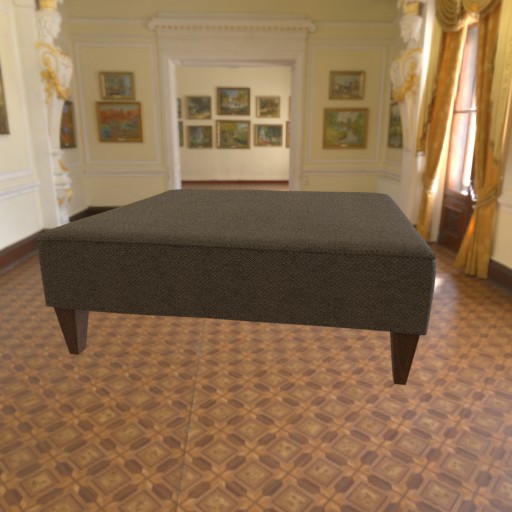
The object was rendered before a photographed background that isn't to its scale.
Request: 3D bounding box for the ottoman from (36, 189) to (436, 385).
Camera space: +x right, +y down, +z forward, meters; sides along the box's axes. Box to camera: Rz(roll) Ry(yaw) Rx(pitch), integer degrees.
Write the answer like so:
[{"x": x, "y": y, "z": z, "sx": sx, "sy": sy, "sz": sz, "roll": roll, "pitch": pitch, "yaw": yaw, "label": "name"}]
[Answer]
[{"x": 0.000, "y": 0.000, "z": 1.531, "sx": 0.981, "sy": 0.378, "sz": 0.970, "roll": 3, "pitch": 16, "yaw": 10, "label": "ottoman"}]
